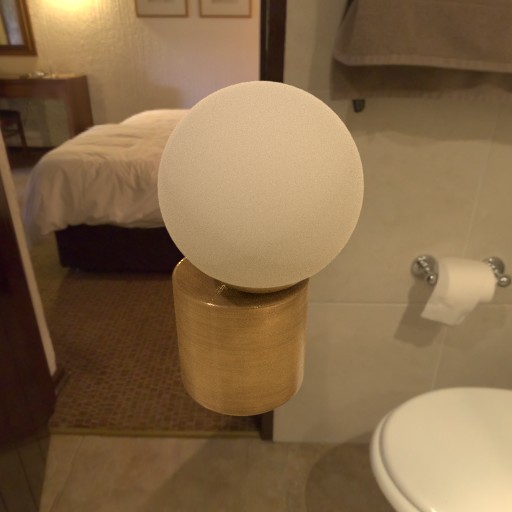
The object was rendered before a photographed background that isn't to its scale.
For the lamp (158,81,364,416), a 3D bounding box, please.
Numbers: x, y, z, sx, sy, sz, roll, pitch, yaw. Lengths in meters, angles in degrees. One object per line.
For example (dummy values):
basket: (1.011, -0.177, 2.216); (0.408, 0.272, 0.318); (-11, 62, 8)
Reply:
lamp: (0.000, 0.000, 0.340); (0.141, 0.250, 0.152); (-18, 31, -32)
